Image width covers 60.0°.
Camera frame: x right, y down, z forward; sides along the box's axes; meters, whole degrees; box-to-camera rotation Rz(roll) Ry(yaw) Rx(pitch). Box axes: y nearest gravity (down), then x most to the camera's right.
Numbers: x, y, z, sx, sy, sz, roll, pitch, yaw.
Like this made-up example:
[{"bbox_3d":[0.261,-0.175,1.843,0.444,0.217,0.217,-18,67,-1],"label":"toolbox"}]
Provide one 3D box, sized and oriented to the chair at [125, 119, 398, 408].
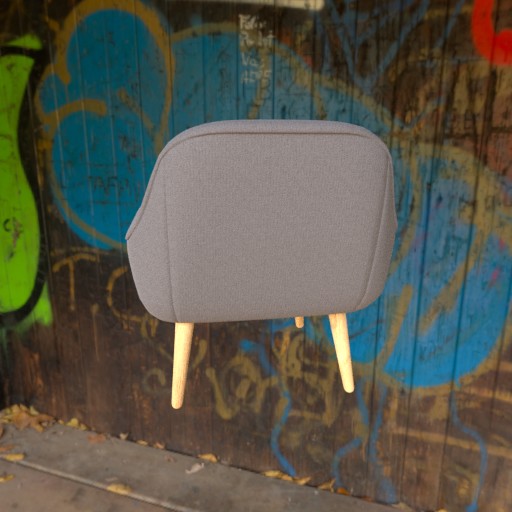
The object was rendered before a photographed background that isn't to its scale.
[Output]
[{"bbox_3d":[0.000,0.000,1.417,0.770,0.800,0.779,-2,14,-9],"label":"chair"}]
